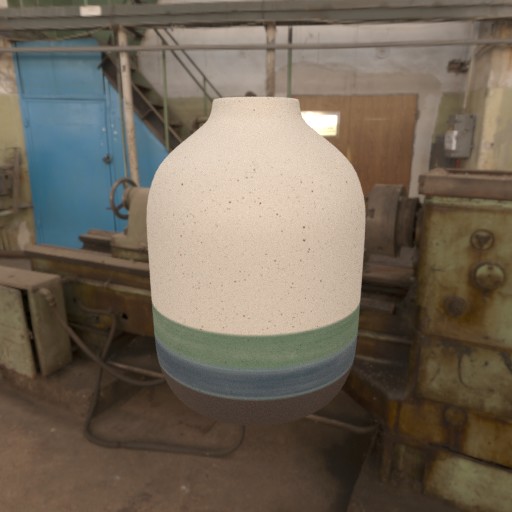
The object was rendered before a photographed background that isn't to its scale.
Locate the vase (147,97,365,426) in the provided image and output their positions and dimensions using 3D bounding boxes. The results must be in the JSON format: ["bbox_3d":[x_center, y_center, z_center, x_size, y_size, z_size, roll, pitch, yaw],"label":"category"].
[{"bbox_3d":[0.000,0.000,0.360,0.169,0.240,0.169,0,16,0],"label":"vase"}]
